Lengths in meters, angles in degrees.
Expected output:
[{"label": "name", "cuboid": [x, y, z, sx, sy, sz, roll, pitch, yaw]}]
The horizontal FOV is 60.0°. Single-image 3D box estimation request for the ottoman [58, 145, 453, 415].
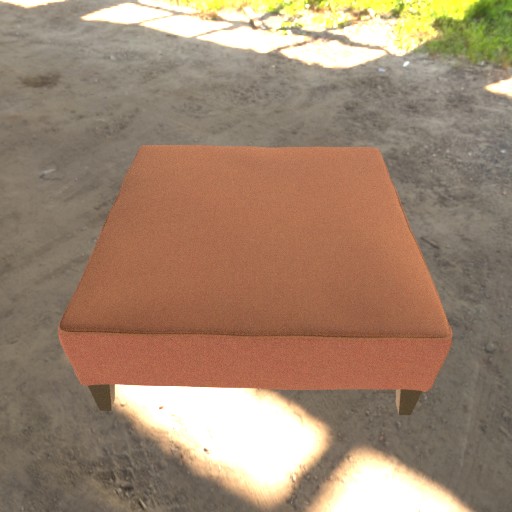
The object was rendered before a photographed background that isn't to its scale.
[{"label": "ottoman", "cuboid": [0.000, 0.000, 1.555, 0.999, 0.438, 0.997, 1, 41, 1]}]
